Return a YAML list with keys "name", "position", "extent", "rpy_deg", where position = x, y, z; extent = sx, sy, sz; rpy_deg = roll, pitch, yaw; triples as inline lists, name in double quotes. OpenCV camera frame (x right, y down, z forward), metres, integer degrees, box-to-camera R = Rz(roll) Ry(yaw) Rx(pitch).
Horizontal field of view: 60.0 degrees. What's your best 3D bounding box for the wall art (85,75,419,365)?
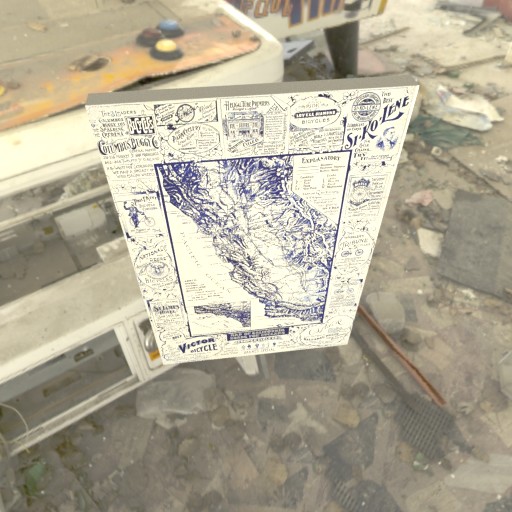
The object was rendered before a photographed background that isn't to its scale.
- name: "wall art"
  position: [0.000, 0.000, 0.959]
  extent: [0.511, 0.753, 0.039]
  rpy_deg: [-5, 47, -5]
